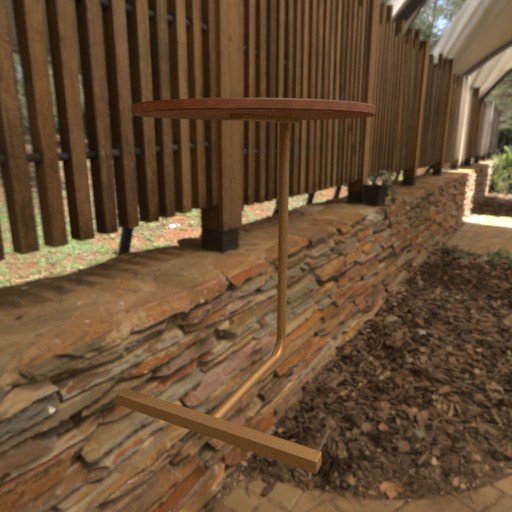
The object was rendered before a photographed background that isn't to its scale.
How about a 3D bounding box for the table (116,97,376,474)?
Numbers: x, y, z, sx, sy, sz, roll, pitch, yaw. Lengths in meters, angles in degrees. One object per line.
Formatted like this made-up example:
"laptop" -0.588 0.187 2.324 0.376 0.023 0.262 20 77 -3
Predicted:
"table" 0.000 0.000 1.113 0.530 0.706 0.577 8 17 26
